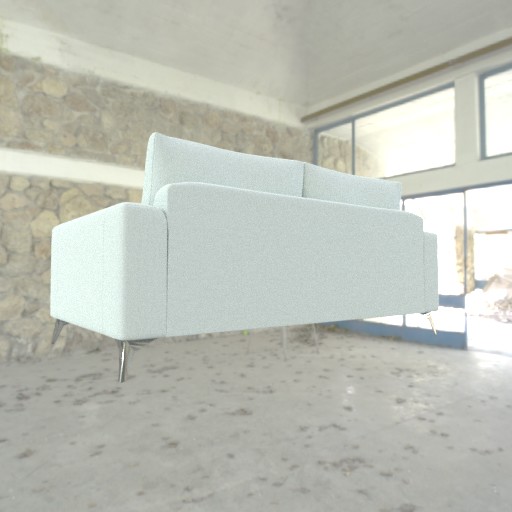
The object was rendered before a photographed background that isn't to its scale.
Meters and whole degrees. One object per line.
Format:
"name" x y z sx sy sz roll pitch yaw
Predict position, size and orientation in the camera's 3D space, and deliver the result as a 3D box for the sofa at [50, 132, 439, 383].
"sofa" 0.000 0.000 2.119 1.650 0.790 0.920 2 -3 -37
